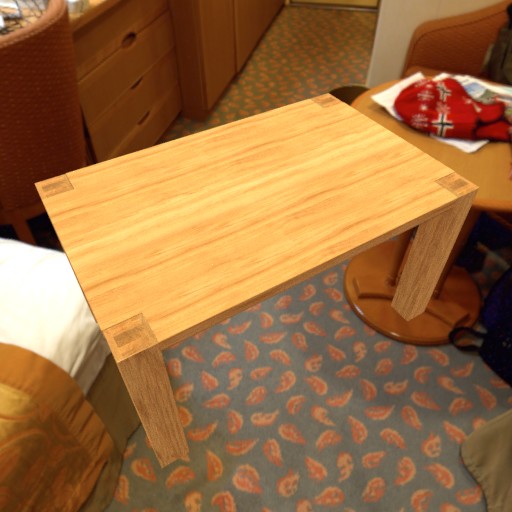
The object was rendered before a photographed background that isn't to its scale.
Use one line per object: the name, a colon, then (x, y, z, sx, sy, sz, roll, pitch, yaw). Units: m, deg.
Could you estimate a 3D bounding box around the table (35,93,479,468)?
table: (0.000, 0.000, 1.927, 1.400, 0.760, 0.900, -24, 50, -22)
